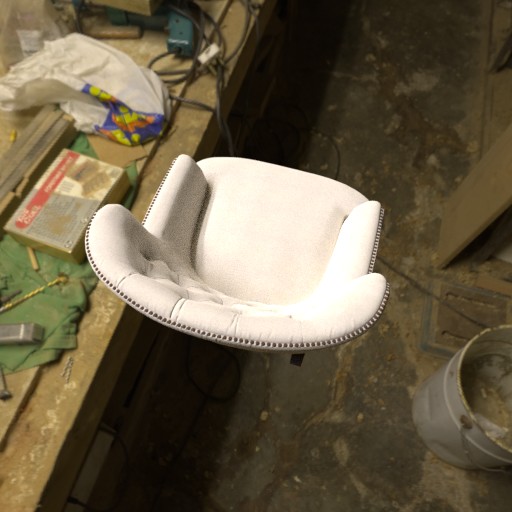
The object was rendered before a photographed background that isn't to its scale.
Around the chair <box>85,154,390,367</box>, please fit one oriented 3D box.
[{"bbox_3d":[0.000,0.000,1.627,0.848,0.868,0.906,15,63,8],"label":"chair"}]
